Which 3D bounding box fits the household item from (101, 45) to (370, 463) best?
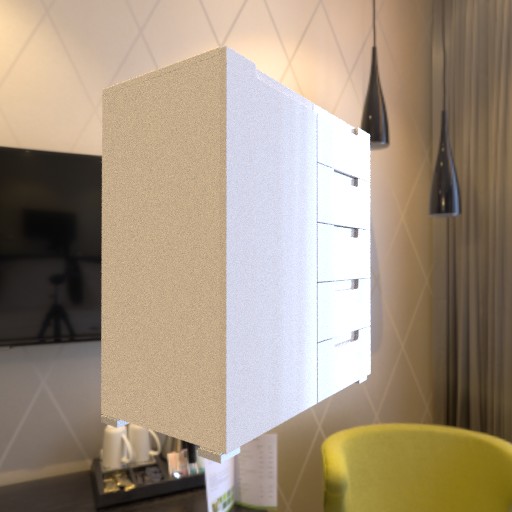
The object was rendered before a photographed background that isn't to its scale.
[{"bbox_3d":[0.000,0.000,1.362,0.420,0.870,0.800,0,-1,35],"label":"household item"}]
